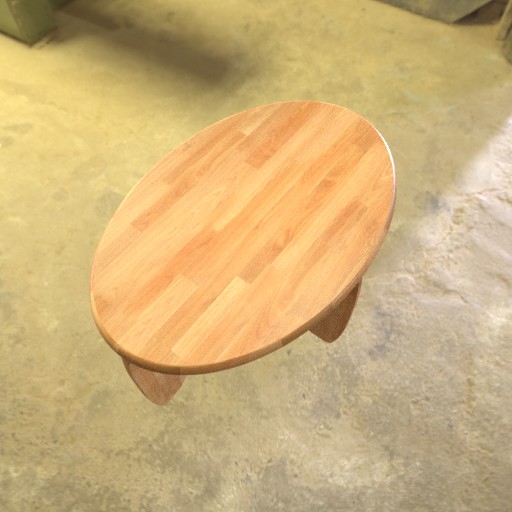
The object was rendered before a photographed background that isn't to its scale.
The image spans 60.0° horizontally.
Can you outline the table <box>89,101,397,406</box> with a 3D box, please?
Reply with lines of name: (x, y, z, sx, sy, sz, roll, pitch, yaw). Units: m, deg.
table: (0.000, 0.000, 1.403, 0.690, 0.490, 1.040, 32, 62, 19)
